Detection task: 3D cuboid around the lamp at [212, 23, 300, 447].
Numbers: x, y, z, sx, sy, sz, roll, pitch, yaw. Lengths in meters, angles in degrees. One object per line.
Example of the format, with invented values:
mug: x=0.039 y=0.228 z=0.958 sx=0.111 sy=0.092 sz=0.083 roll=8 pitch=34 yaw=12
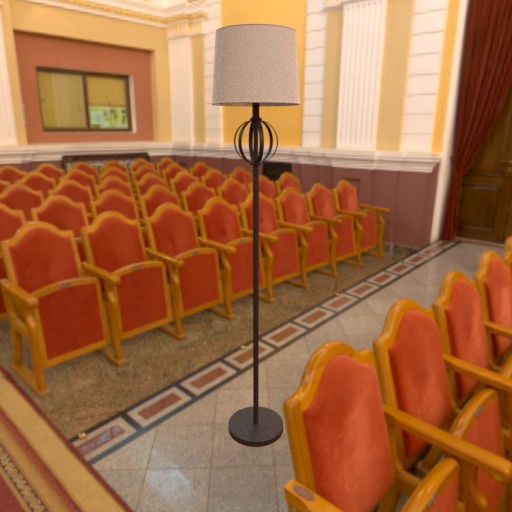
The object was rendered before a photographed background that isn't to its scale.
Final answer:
lamp: x=0.000 y=0.000 z=1.597 sx=0.286 sy=1.462 sz=0.286 roll=15 pitch=22 yaw=41
